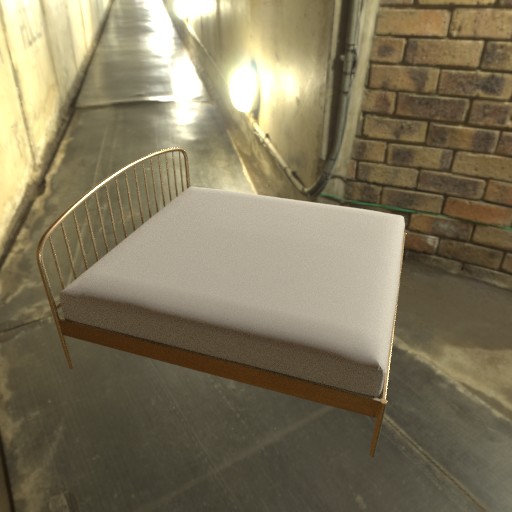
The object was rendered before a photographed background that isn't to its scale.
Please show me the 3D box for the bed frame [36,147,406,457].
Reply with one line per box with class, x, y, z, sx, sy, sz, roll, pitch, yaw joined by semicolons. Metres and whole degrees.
bed frame;0.000;0.000;3.385;2.152;1.174;2.016;10;33;16
